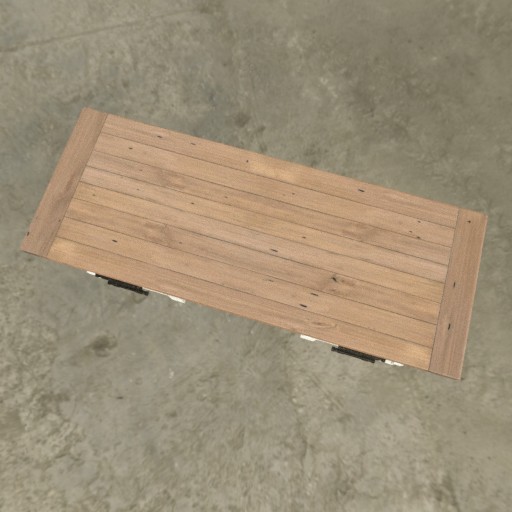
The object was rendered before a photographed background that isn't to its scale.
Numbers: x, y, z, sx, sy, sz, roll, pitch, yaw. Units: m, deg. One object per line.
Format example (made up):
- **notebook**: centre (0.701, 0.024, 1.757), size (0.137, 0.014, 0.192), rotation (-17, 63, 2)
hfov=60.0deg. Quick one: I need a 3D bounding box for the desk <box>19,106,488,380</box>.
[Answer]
- **desk**: centre (0.000, 0.000, 2.186), size (1.803, 0.760, 0.688), rotation (16, 75, 4)
